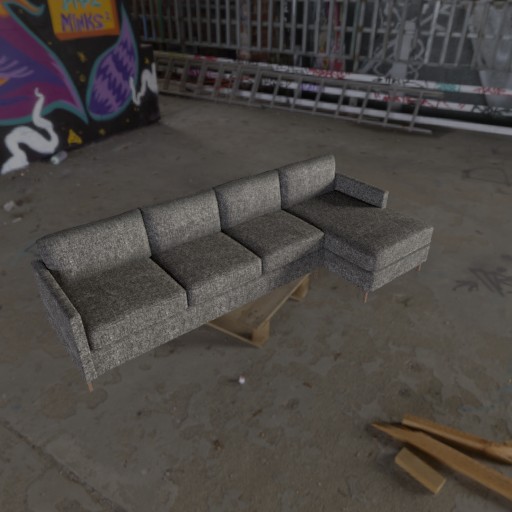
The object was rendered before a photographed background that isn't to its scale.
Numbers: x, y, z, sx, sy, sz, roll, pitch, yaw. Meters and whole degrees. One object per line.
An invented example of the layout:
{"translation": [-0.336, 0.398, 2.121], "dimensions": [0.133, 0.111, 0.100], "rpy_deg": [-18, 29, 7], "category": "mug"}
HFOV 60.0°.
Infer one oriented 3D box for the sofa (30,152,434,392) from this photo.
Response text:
{"translation": [0.000, 0.000, 4.016], "dimensions": [3.384, 0.970, 1.488], "rpy_deg": [-23, 38, -32], "category": "sofa"}
